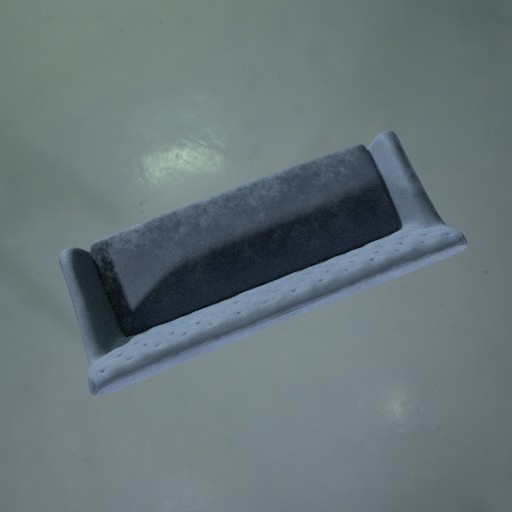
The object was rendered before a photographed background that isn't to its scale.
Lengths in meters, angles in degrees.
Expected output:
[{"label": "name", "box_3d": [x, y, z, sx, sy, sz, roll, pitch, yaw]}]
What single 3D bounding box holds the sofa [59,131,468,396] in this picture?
[{"label": "sofa", "box_3d": [0.000, 0.000, 2.477, 1.975, 0.832, 0.841, -21, 77, -5]}]
